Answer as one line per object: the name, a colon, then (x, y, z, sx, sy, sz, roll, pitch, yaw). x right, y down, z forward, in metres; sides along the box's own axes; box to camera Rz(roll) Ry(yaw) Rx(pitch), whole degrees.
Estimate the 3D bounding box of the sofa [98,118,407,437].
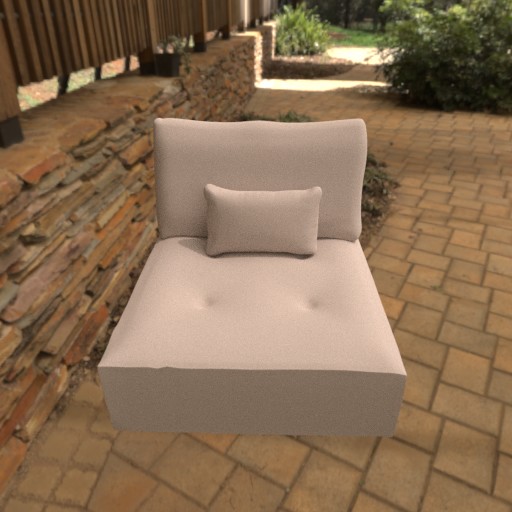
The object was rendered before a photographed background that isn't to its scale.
sofa: (0.000, 0.000, 1.693, 0.935, 0.828, 1.000, 1, 31, 1)
